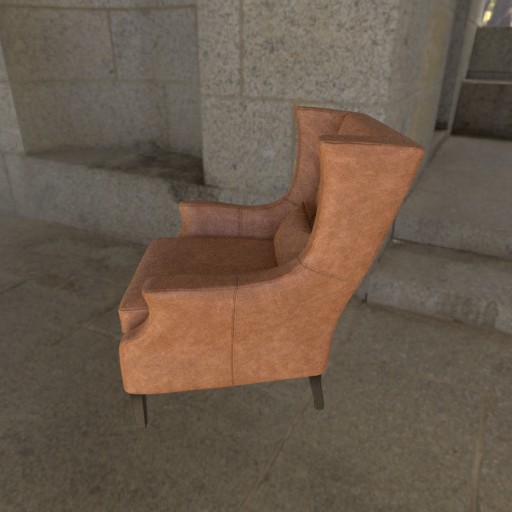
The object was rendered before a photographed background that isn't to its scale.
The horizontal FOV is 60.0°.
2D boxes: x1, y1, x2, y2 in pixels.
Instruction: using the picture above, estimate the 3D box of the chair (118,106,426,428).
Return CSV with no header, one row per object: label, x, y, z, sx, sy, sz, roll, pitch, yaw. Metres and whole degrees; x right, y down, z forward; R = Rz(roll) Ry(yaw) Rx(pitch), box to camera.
chair,0.000,0.000,1.697,0.926,1.016,0.853,0,25,-1
